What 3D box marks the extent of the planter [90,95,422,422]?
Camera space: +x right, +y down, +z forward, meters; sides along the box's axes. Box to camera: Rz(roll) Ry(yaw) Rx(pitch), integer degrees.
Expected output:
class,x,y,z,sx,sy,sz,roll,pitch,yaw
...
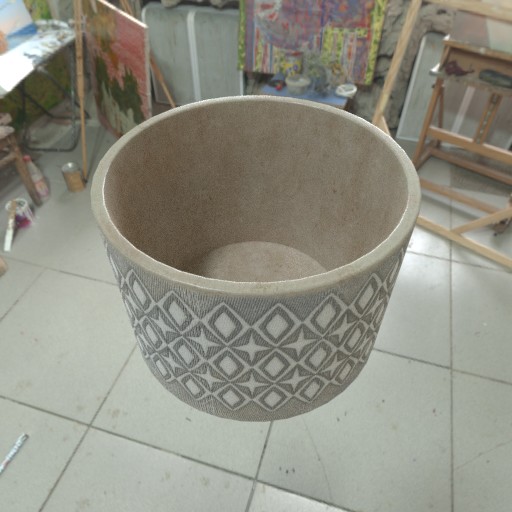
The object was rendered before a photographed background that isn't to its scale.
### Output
class,x,y,z,sx,sy,sz,roll,pitch,yaw
planter,0.000,0.000,0.272,0.164,0.127,0.164,0,46,0
